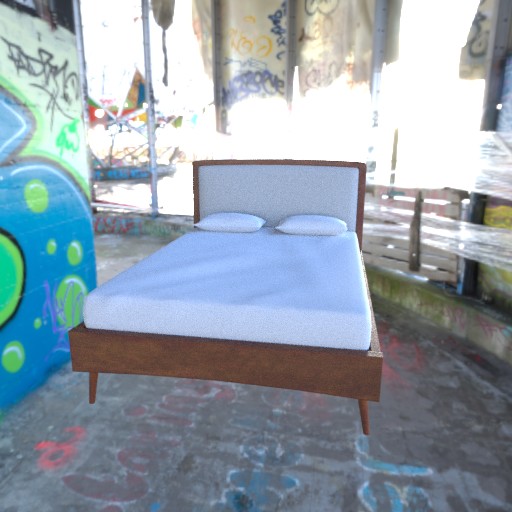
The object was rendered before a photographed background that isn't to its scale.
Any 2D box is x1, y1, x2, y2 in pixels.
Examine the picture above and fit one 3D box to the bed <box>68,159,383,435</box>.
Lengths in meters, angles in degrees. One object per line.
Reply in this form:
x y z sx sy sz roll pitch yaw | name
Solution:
0.000 0.000 3.175 1.587 1.275 2.196 3 15 10 | bed
